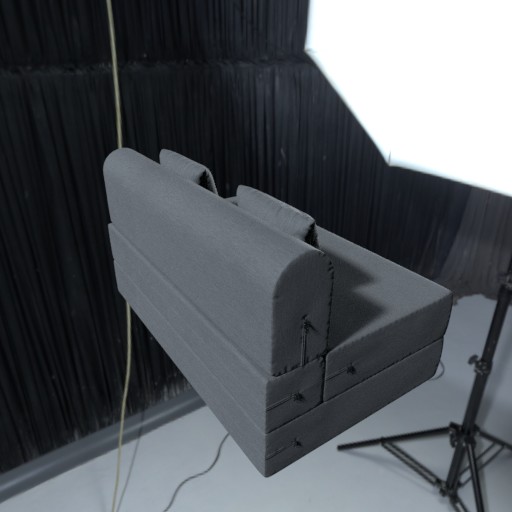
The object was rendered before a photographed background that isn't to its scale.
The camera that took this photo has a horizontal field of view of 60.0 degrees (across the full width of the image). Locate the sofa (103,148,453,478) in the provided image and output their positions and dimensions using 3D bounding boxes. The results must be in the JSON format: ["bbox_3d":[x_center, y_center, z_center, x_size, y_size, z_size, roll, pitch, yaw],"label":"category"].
[{"bbox_3d":[0.000,0.000,1.703,0.762,0.670,1.225,-17,31,-30],"label":"sofa"}]
